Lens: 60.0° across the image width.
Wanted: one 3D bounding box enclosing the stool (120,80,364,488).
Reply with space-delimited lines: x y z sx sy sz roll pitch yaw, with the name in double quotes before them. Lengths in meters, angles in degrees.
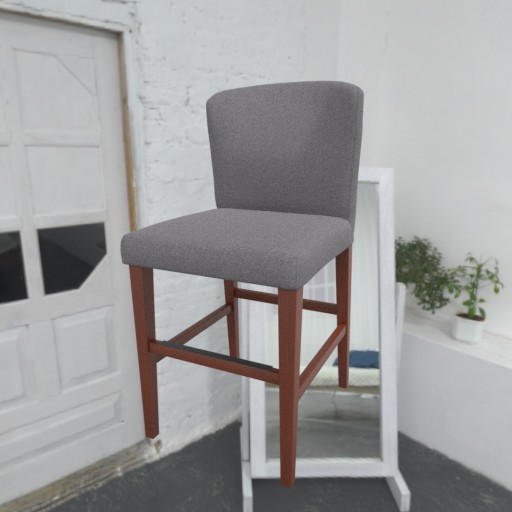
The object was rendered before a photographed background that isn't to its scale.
"stool" 0.000 0.000 1.240 0.481 0.968 0.568 7 16 25
